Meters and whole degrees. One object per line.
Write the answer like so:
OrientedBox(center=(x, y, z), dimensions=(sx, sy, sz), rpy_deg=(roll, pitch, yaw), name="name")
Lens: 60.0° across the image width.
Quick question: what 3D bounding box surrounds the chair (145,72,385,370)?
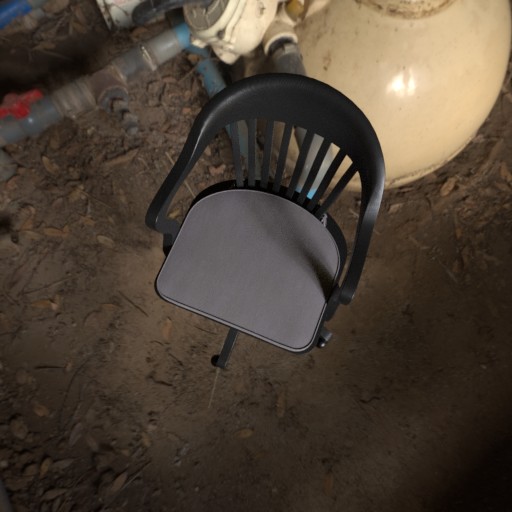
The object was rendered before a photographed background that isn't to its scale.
OrientedBox(center=(0.000, 0.000, 1.483), dimensions=(0.750, 0.878, 0.788), rpy_deg=(21, 77, 5), name="chair")
